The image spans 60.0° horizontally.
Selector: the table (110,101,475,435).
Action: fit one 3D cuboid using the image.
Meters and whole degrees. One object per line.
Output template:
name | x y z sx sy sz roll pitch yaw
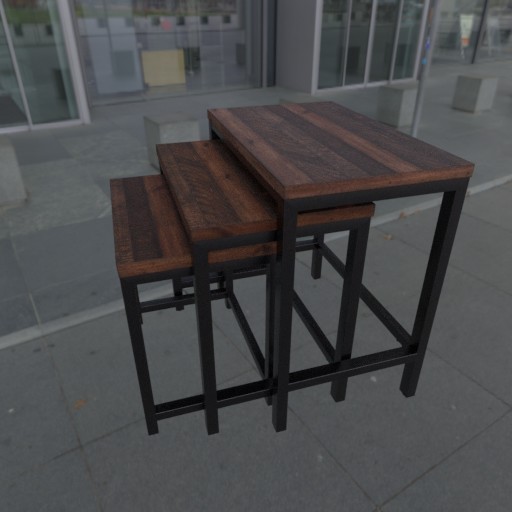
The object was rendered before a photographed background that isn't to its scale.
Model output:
table | 0.000 0.000 1.138 0.660 0.616 0.608 -9 31 -15
